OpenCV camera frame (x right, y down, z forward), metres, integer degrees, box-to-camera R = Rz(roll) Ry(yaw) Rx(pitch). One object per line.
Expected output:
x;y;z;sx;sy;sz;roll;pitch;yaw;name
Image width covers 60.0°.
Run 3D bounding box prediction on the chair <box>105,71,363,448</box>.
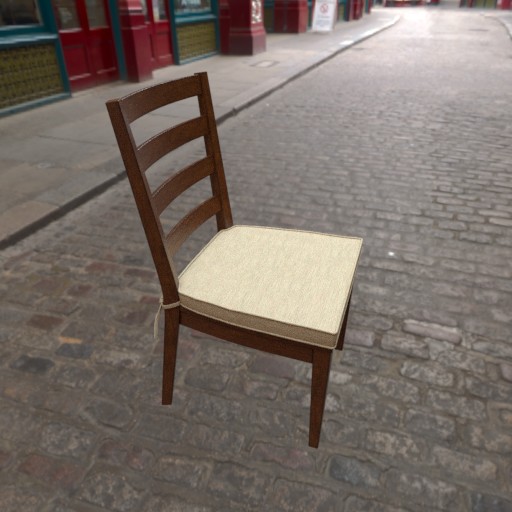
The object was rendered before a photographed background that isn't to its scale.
0.000;0.000;1.367;0.595;0.979;0.593;10;32;16;chair
